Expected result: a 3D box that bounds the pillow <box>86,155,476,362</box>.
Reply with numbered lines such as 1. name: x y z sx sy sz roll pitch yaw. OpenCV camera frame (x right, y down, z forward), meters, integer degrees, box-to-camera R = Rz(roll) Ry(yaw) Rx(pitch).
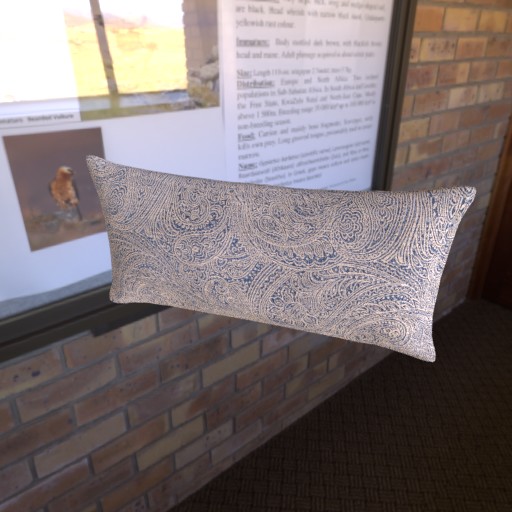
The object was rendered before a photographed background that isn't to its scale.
1. pillow: 0.000 0.000 0.737 0.615 0.295 0.151 8 27 16
